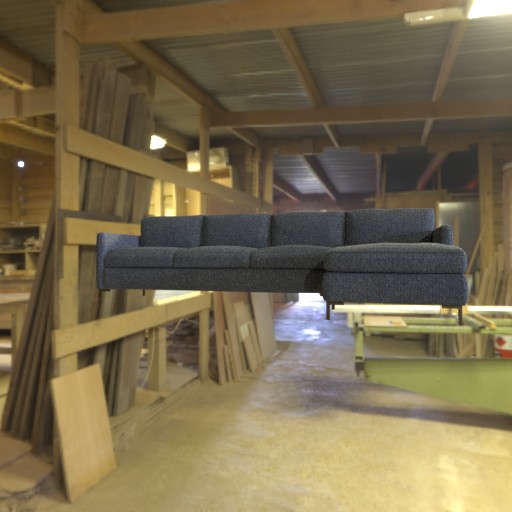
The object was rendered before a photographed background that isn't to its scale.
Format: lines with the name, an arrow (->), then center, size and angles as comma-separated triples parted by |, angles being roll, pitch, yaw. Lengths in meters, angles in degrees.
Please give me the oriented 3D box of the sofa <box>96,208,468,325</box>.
sofa -> 0.000, 0.000, 3.554 | 2.932, 0.810, 1.350 | 0, 0, 18
